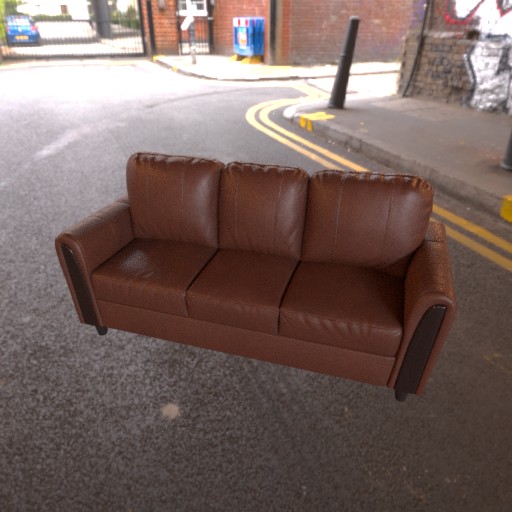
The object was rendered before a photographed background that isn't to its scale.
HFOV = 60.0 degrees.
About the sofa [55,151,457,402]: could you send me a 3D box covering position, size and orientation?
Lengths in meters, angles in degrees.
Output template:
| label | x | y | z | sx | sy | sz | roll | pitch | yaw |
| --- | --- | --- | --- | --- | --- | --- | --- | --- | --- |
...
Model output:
| label | x | y | z | sx | sy | sz | roll | pitch | yaw |
| --- | --- | --- | --- | --- | --- | --- | --- | --- | --- |
| sofa | 0.000 | 0.000 | 2.314 | 1.862 | 0.915 | 0.802 | 8 | 29 | 15 |
